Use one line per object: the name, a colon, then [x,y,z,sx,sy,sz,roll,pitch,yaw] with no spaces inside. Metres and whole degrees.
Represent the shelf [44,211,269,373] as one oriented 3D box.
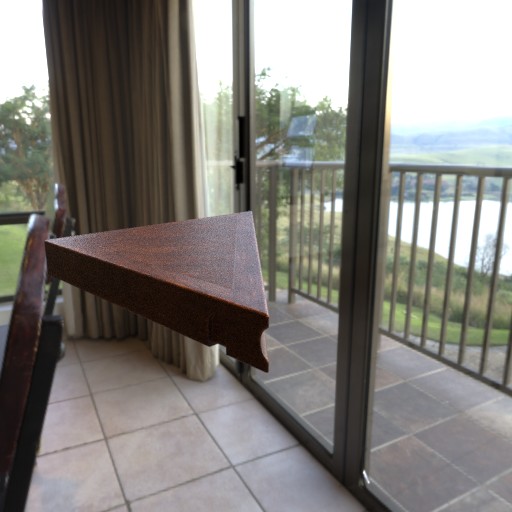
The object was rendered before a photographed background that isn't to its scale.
shelf: [0.000,0.000,0.445,0.296,0.035,0.296,12,18,42]
